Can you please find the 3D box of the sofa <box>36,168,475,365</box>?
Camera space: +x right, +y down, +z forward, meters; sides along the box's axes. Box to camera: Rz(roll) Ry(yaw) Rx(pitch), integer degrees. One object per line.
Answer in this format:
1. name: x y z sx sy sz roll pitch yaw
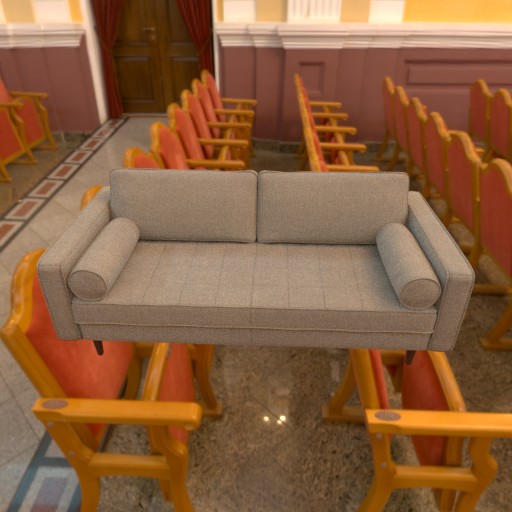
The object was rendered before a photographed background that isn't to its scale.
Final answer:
1. sofa: 0.000 0.000 2.321 1.879 0.762 0.914 1 31 2
